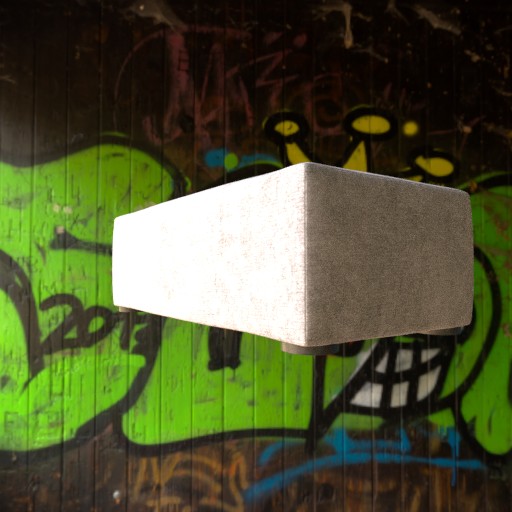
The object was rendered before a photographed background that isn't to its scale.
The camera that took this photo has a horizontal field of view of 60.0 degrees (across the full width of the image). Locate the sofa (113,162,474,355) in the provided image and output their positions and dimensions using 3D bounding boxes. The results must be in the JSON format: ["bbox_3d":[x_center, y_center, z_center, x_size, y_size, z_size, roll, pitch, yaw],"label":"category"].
[{"bbox_3d":[0.000,0.000,1.161,0.480,0.330,0.930,1,-2,-35],"label":"sofa"}]
